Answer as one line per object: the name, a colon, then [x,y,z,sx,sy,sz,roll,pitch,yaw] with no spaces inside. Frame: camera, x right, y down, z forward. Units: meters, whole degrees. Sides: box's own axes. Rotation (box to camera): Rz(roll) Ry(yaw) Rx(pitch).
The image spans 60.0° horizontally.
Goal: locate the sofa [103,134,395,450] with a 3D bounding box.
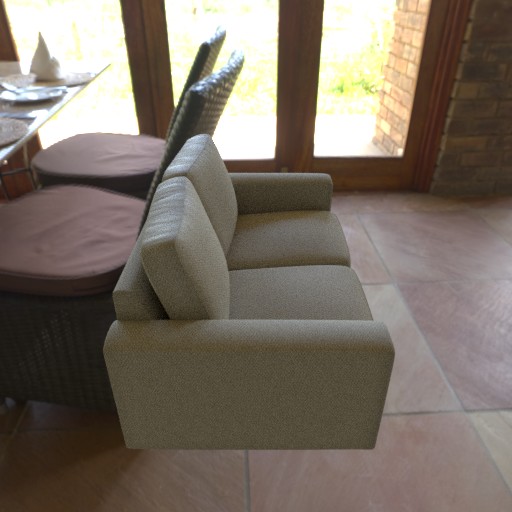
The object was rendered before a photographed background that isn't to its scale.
sofa: [0.000,0.000,2.208,1.016,0.873,1.616,0,32,0]
